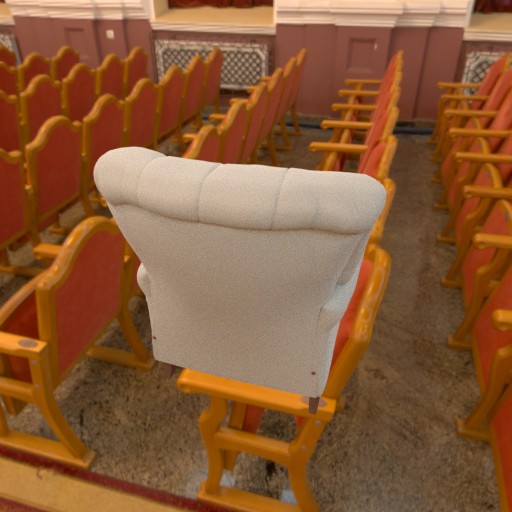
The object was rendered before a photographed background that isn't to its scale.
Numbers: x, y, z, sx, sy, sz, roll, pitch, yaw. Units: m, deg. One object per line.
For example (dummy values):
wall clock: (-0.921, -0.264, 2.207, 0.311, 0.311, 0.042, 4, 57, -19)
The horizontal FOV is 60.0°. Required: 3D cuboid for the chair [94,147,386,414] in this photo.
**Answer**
chair: (0.000, 0.000, 2.138, 1.090, 1.217, 1.128, 9, 34, 14)
